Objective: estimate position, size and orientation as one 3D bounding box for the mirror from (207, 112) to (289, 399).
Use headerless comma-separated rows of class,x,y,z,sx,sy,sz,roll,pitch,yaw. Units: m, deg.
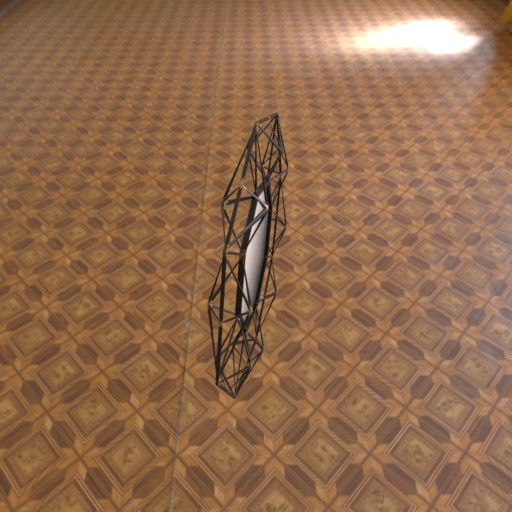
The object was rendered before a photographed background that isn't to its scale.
mirror,0.000,0.000,1.086,0.094,0.710,0.710,9,45,9
